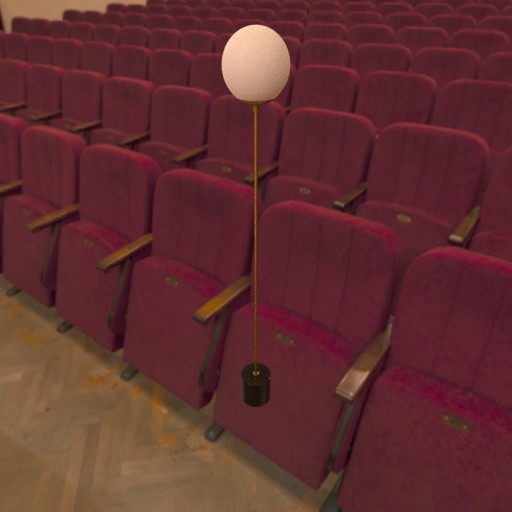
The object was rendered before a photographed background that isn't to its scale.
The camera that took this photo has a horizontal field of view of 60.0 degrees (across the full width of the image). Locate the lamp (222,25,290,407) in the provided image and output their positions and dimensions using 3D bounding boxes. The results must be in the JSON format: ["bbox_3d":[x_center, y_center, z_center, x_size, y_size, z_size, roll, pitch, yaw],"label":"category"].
[{"bbox_3d":[0.000,0.000,1.885,0.229,1.748,0.229,22,38,31],"label":"lamp"}]
